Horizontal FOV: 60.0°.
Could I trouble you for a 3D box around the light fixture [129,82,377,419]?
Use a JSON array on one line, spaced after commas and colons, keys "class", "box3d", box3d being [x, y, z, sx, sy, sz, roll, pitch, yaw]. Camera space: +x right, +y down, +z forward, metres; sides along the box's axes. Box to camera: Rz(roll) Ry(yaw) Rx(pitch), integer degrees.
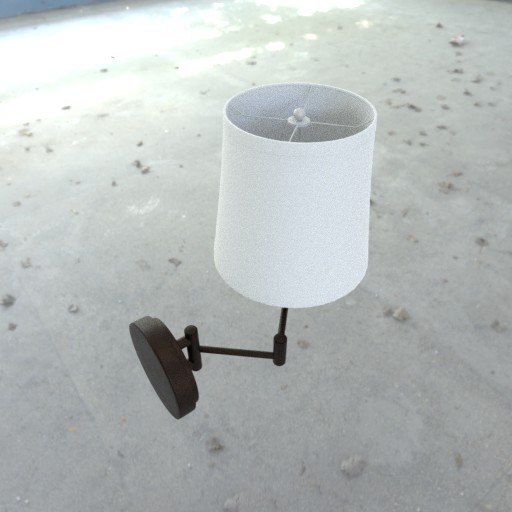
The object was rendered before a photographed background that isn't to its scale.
[{"class": "light fixture", "box3d": [0.000, 0.000, 0.272, 0.157, 0.172, 0.100, -26, 47, -27]}]
